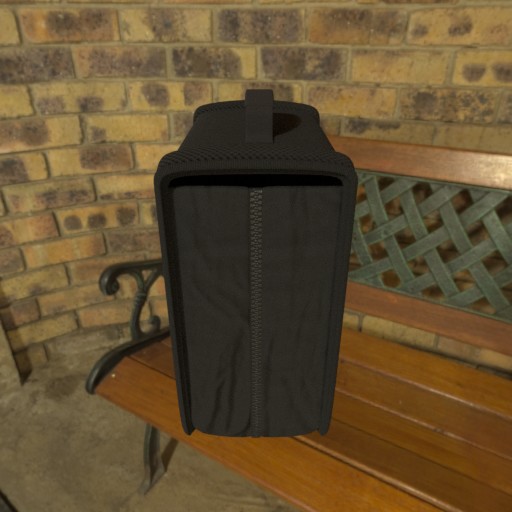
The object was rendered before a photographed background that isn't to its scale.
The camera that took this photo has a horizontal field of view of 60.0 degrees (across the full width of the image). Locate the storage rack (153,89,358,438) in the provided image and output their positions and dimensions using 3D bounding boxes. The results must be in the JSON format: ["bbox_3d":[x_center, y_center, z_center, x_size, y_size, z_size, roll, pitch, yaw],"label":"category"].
[{"bbox_3d":[0.000,0.000,0.549,0.168,0.387,0.297,0,28,0],"label":"storage rack"}]
